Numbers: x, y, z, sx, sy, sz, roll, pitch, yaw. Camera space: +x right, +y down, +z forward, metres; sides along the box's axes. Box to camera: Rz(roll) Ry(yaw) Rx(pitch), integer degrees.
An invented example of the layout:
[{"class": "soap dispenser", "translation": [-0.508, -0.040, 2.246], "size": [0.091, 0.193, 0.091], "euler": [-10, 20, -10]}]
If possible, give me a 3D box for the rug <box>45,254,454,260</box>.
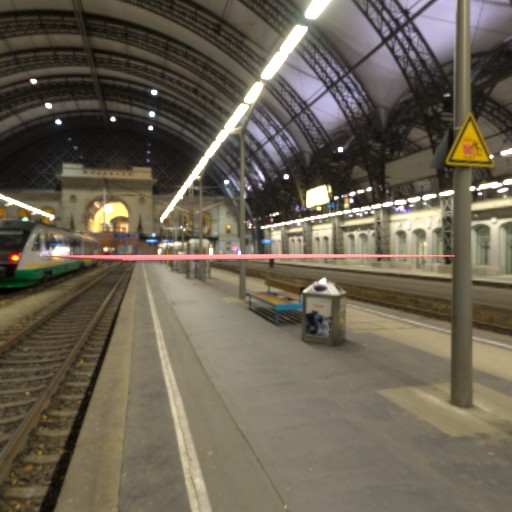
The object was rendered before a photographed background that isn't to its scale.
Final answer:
[{"class": "rug", "translation": [0.000, 0.000, 3.094], "size": [2.423, 0.010, 1.534], "euler": [0, 1, -36]}]
